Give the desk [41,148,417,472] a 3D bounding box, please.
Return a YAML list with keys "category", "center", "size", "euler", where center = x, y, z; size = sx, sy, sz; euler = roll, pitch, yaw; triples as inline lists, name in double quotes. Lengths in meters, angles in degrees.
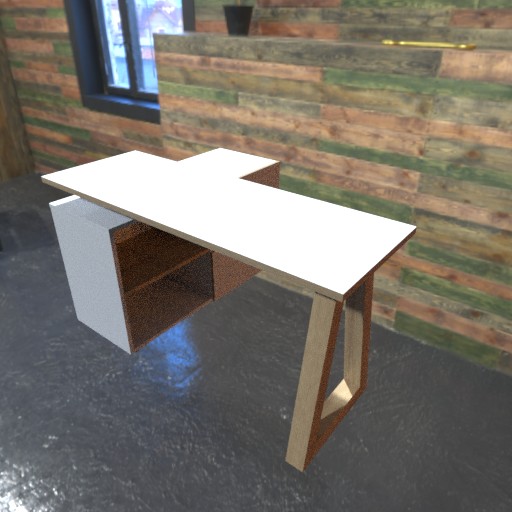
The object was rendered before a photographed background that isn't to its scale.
- category: "desk"
  center: [0.000, 0.000, 2.020]
  size: [1.404, 0.755, 1.098]
  euler: [21, 35, 33]
